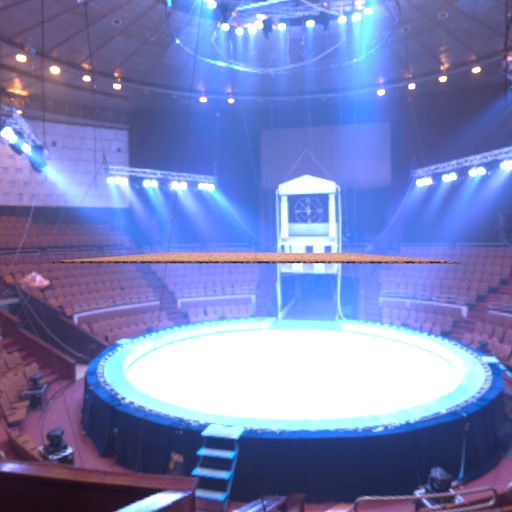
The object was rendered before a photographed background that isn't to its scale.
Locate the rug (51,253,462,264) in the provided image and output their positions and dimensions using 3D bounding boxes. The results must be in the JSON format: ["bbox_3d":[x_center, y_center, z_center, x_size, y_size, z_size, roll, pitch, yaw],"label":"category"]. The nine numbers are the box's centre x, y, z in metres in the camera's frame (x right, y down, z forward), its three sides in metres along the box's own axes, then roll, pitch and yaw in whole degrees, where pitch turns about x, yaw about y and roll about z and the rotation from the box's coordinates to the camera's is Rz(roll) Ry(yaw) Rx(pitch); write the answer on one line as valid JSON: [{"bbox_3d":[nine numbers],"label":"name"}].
[{"bbox_3d":[0.000,0.000,2.219,1.247,0.008,1.802,0,1,0],"label":"rug"}]
